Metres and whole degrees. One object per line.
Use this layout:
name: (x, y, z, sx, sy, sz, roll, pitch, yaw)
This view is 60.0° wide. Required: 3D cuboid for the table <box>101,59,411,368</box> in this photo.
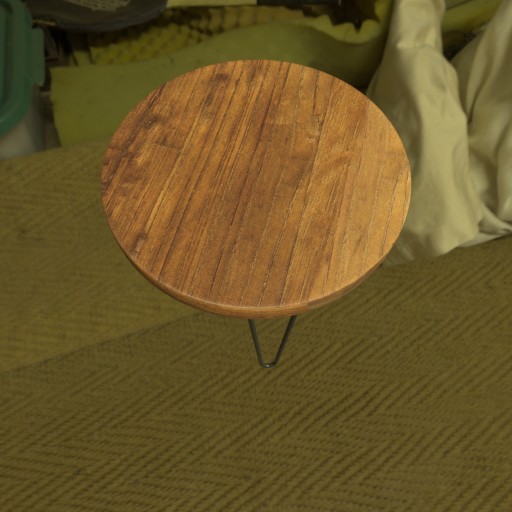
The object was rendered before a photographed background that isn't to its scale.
table: (0.000, 0.000, 0.805, 0.400, 0.520, 0.400, 0, 63, 0)
